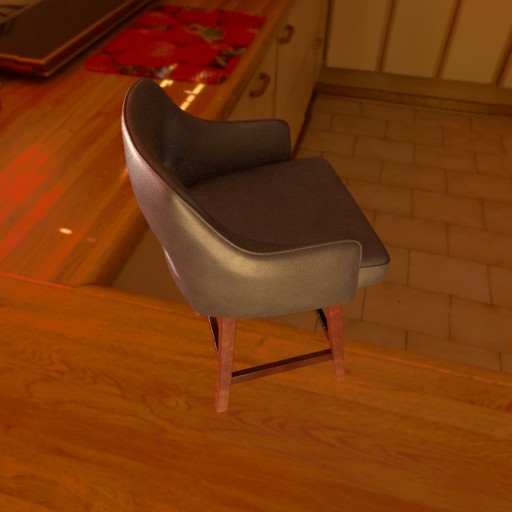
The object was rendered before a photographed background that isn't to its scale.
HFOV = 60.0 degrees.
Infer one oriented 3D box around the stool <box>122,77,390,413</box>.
[{"bbox_3d":[0.000,0.000,1.251,0.560,0.936,0.550,-11,48,-10],"label":"stool"}]
